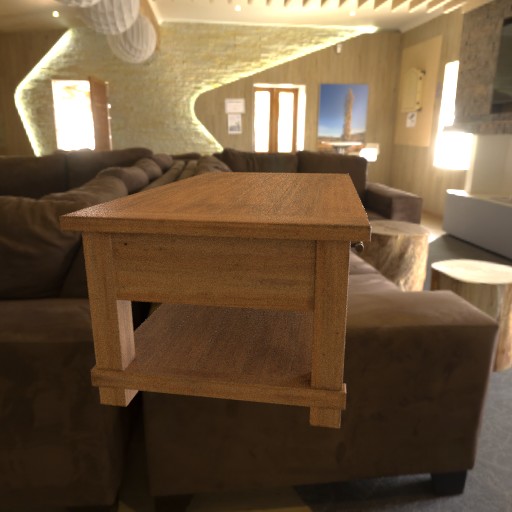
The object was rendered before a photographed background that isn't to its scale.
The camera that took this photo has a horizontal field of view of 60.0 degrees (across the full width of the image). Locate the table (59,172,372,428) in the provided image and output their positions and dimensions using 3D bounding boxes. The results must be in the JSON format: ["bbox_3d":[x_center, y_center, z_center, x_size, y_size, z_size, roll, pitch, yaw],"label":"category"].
[{"bbox_3d":[0.000,0.000,1.601,0.693,0.494,1.270,2,15,9],"label":"table"}]
